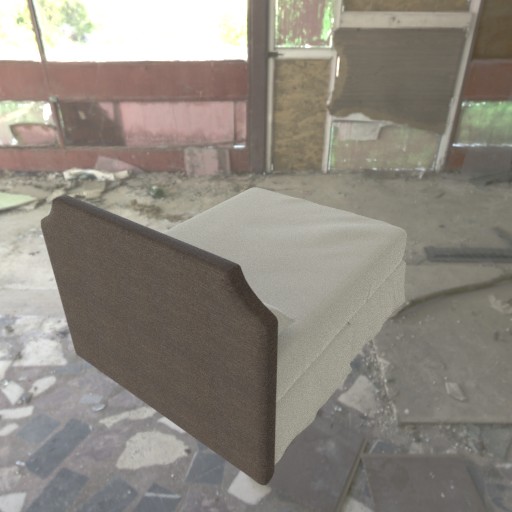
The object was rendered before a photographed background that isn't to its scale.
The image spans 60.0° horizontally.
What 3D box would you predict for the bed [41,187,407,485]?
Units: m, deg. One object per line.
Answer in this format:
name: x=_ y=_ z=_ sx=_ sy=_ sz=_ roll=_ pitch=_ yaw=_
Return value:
bed: x=0.000 y=0.000 z=3.167 sx=1.693 sy=1.290 sz=2.116 roll=21 pitch=37 yaw=31
